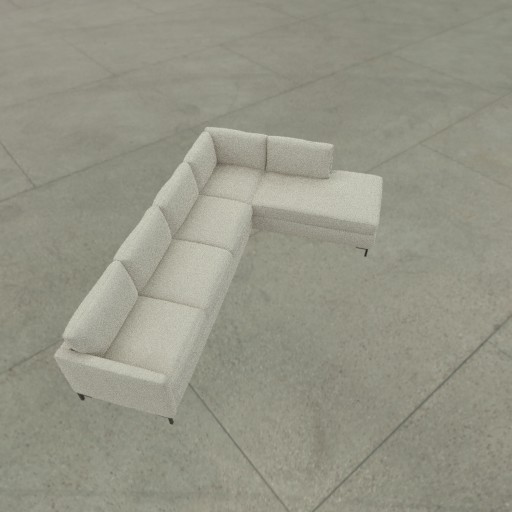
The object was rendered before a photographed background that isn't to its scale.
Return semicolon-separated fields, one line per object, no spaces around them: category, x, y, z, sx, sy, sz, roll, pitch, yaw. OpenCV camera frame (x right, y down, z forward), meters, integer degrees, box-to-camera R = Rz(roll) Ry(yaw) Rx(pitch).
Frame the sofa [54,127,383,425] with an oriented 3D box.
sofa;0.000;0.000;3.859;2.007;0.815;2.949;11;46;11
